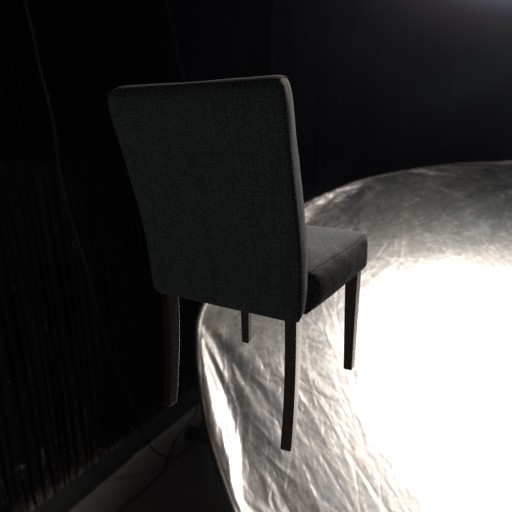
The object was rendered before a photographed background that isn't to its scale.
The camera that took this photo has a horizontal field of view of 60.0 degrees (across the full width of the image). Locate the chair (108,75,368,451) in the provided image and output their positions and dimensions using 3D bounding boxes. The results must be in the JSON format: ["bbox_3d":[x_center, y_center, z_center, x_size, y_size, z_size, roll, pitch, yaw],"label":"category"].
[{"bbox_3d":[0.000,0.000,1.260,0.487,0.884,0.629,9,18,28],"label":"chair"}]
